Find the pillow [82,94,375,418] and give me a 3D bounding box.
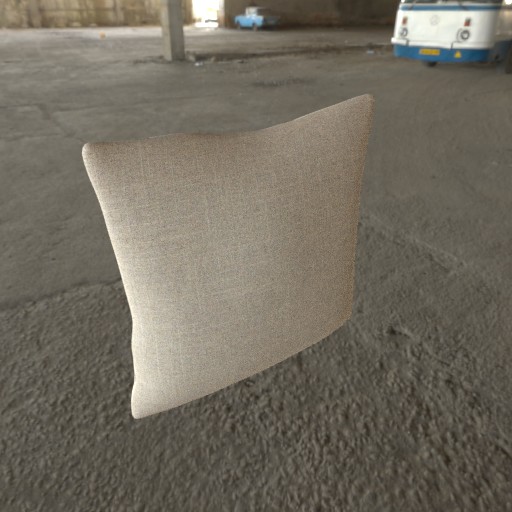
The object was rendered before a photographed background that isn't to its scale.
[{"bbox_3d":[0.000,0.000,0.872,0.578,0.558,0.192,-18,34,-29],"label":"pillow"}]
